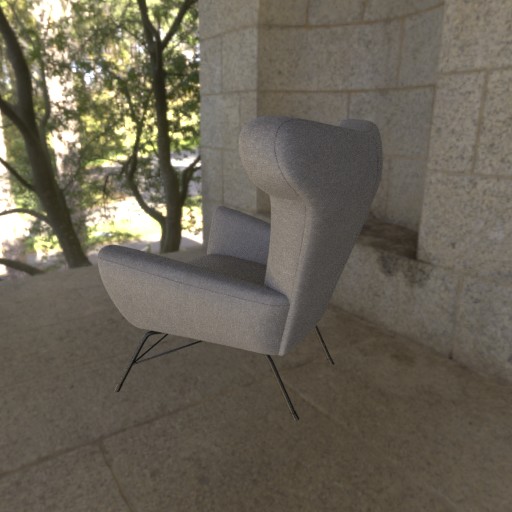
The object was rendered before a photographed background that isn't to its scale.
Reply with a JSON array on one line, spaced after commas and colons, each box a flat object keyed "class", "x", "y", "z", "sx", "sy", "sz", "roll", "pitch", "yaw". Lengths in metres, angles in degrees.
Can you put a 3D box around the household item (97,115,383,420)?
[{"class": "household item", "x": 0.000, "y": 0.000, "z": 1.764, "sx": 0.900, "sy": 1.050, "sz": 0.980, "roll": 8, "pitch": 18, "yaw": 25}]
